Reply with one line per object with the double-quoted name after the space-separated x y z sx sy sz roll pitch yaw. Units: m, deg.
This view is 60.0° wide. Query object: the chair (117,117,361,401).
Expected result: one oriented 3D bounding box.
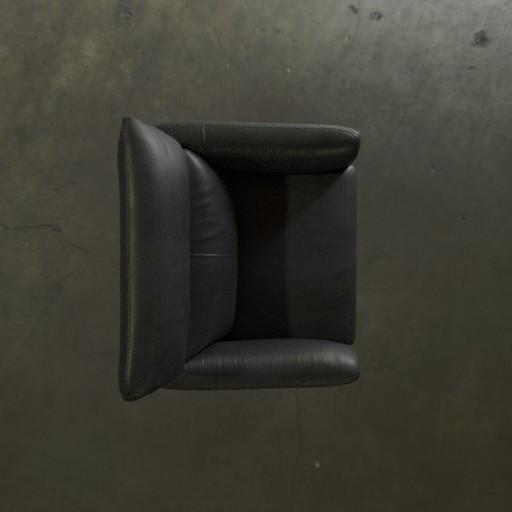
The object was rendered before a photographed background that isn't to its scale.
0.000 0.000 1.685 0.809 0.949 0.976 0 91 0 "chair"
